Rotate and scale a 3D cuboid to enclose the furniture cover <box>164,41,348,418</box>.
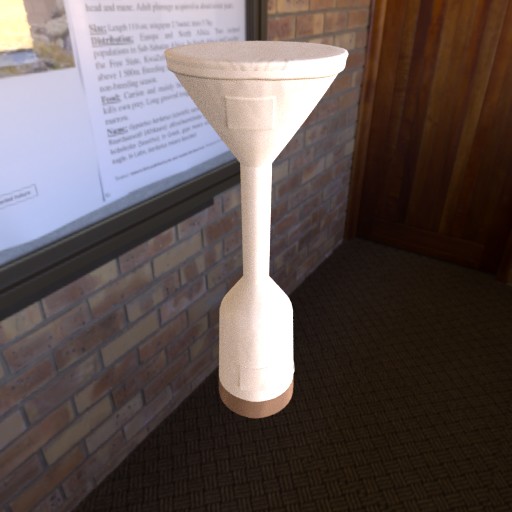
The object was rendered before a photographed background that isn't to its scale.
[{"bbox_3d":[0.000,0.000,2.838,0.914,2.413,0.914,1,31,2],"label":"furniture cover"}]
